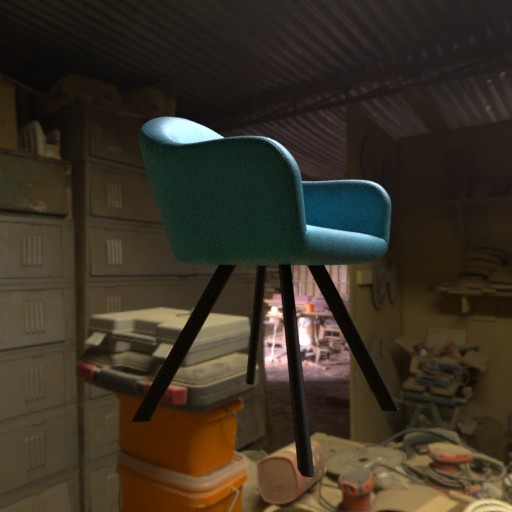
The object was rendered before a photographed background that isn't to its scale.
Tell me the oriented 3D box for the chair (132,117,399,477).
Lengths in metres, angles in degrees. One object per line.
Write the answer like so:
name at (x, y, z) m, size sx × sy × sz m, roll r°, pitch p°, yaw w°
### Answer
chair at (0.000, 0.000, 1.122) m, size 0.570 × 0.780 × 0.540 m, roll -1°, pitch -2°, yaw 36°
